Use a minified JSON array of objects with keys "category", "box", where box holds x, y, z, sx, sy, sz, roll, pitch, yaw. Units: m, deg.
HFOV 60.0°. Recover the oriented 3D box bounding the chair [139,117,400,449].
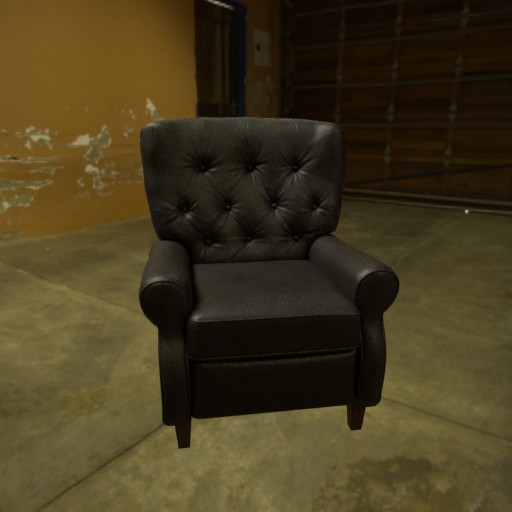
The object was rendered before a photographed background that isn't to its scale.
[{"category":"chair","box":[0.000,0.000,1.885,0.948,1.158,1.058,-2,15,-9]}]
